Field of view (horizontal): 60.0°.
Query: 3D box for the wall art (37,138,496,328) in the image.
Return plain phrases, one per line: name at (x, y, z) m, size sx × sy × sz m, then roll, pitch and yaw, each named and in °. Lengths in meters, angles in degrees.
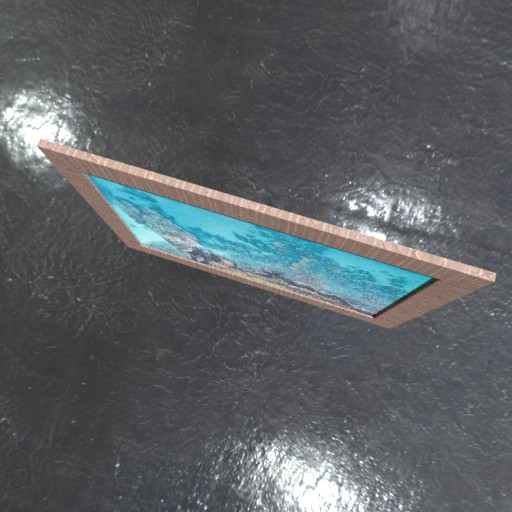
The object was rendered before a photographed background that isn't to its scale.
wall art at (0.000, 0.000, 1.339) m, size 1.056 × 0.761 × 0.020 m, roll 17°, pitch 74°, yaw 5°
